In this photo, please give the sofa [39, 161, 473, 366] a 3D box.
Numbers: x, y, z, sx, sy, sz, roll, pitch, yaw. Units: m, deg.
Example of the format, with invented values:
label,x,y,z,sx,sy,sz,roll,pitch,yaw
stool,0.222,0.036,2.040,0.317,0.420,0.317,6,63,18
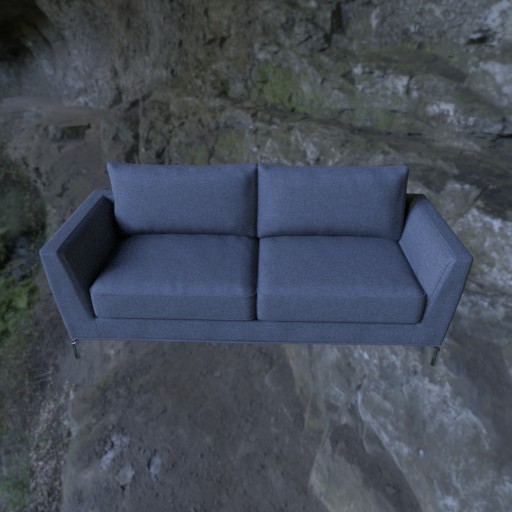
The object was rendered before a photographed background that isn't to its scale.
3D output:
label,x,y,z,sx,sy,sz,roll,pitch,yaw
sofa,0.000,0.000,2.706,2.212,1.002,0.869,1,31,1
